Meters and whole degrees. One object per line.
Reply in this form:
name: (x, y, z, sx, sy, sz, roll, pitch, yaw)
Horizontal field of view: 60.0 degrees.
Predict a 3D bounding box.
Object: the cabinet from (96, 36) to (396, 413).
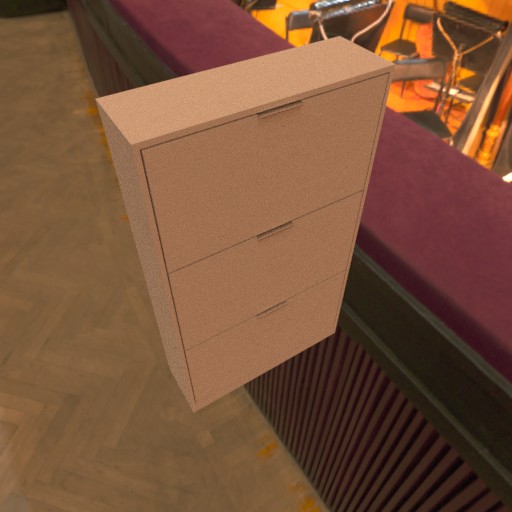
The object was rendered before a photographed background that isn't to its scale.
cabinet: (0.000, 0.000, 1.586, 0.750, 1.280, 0.250, -24, 51, -21)
